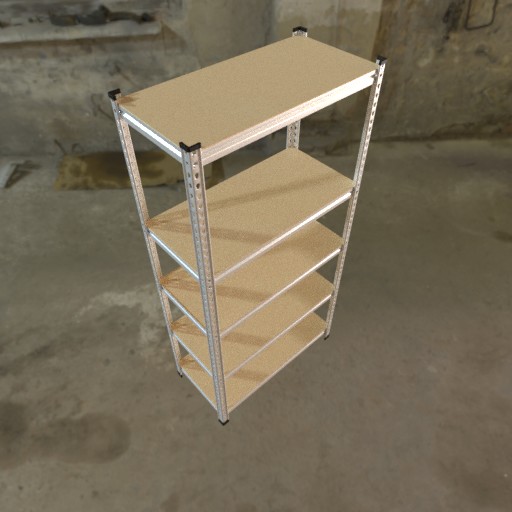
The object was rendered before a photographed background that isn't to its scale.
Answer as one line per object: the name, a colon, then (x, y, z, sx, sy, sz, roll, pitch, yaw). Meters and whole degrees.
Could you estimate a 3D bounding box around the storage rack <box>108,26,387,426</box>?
storage rack: (0.000, 0.000, 2.209, 0.914, 1.829, 0.457, -33, 54, -28)
